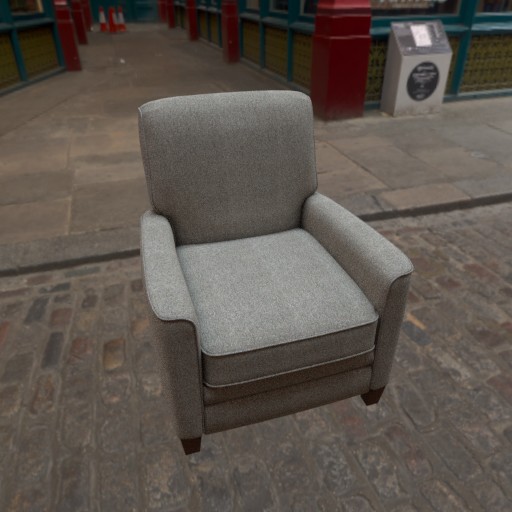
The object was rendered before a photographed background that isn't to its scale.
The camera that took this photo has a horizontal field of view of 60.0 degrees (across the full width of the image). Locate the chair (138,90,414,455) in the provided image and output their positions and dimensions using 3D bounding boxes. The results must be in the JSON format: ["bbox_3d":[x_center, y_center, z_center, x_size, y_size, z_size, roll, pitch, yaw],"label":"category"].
[{"bbox_3d":[0.000,0.000,1.650,0.841,1.028,0.858,-9,33,-15],"label":"chair"}]
